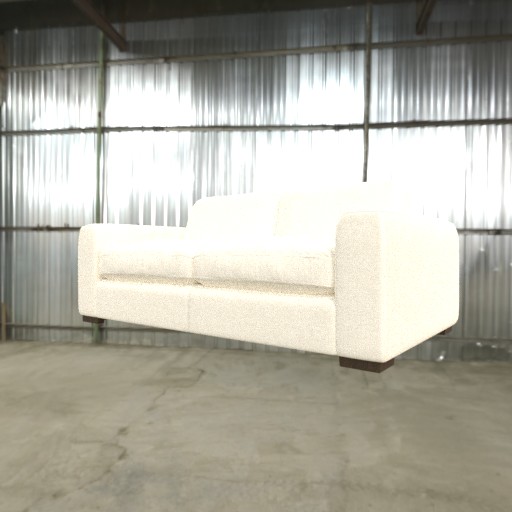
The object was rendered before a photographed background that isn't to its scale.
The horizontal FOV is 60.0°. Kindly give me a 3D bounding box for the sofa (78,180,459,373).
[{"bbox_3d":[0.000,0.000,2.502,1.920,0.801,1.069,1,1,37],"label":"sofa"}]
